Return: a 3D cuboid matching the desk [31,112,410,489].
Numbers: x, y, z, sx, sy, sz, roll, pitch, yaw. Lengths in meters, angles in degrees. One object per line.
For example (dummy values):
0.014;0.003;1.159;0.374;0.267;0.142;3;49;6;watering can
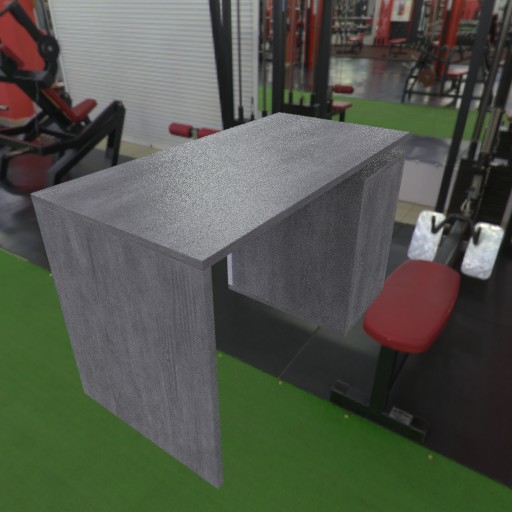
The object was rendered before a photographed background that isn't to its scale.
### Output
0.000;0.000;1.621;0.600;0.740;1.200;20;35;30;desk
